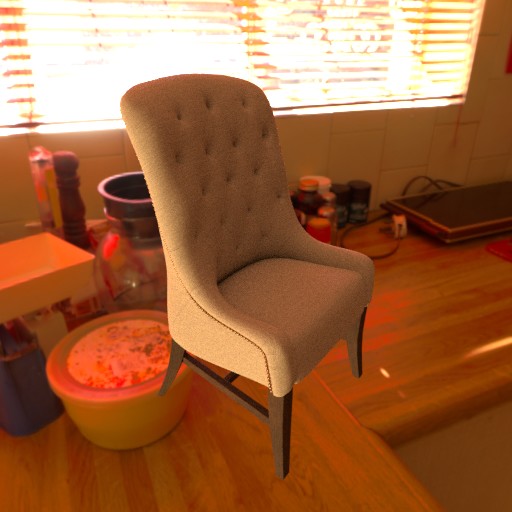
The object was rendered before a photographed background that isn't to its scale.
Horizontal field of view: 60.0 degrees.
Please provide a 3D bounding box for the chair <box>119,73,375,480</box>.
[{"bbox_3d":[0.000,0.000,1.461,0.629,1.091,0.634,18,31,32],"label":"chair"}]
